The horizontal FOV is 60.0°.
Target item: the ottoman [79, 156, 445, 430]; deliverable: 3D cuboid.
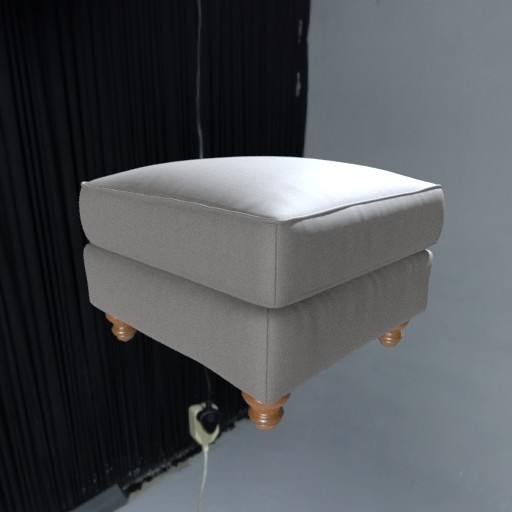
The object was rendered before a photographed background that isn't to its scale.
[{"bbox_3d":[0.000,0.000,1.161,0.721,0.505,0.662,15,22,43],"label":"ottoman"}]
